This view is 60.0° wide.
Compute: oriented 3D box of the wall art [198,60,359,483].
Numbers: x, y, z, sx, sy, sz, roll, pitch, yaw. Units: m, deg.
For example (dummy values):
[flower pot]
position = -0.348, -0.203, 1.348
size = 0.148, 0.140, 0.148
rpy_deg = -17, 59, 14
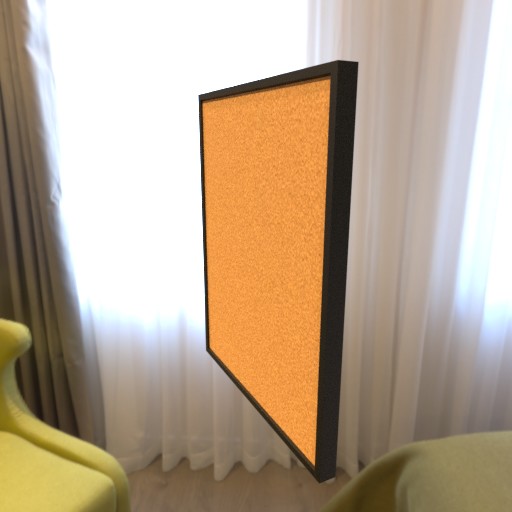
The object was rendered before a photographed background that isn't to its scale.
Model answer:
[wall art]
position = 0.000, 0.000, 0.763
size = 0.029, 0.559, 0.457
rpy_deg = -7, 17, -26
